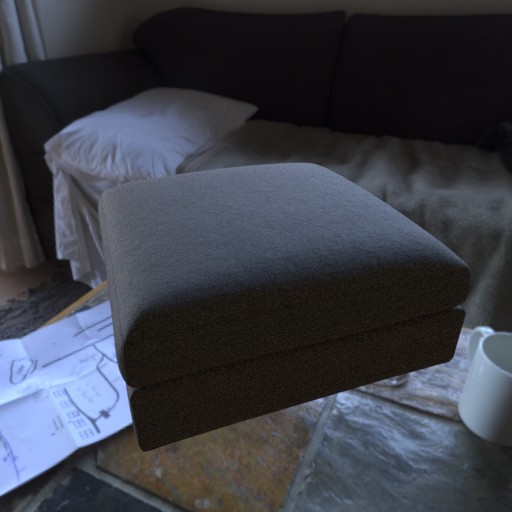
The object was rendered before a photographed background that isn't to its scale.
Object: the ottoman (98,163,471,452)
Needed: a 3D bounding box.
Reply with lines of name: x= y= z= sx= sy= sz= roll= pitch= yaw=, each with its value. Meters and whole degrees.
ottoman: x=0.000 y=0.000 z=1.615 sx=1.041 sy=0.470 sz=1.041 roll=-10 pitch=31 yaw=-17
